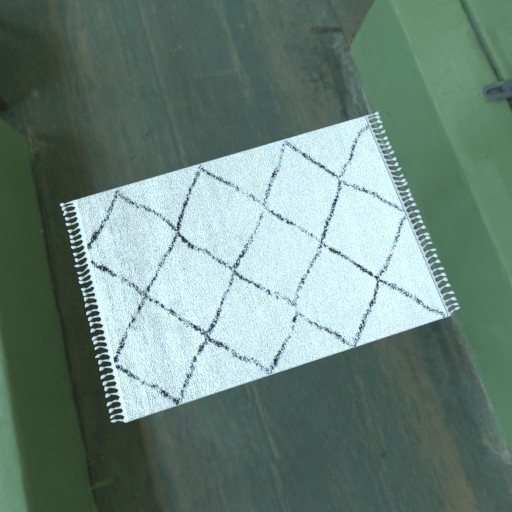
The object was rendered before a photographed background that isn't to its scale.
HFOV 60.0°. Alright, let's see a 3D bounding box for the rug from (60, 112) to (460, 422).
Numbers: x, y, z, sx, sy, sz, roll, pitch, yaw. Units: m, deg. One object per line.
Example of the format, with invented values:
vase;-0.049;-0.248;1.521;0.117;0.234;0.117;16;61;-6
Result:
rug;0.000;0.000;2.906;2.307;0.031;1.494;-17;77;-4
